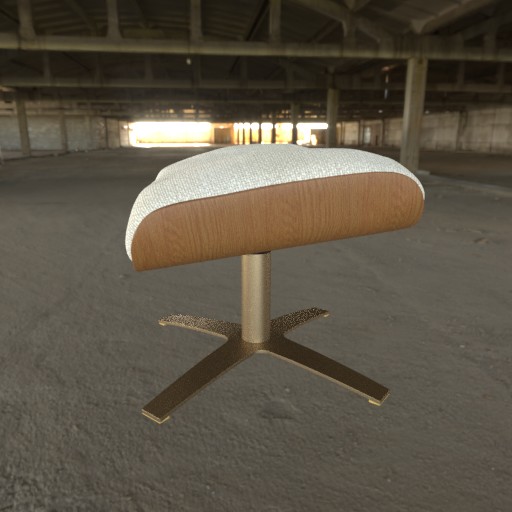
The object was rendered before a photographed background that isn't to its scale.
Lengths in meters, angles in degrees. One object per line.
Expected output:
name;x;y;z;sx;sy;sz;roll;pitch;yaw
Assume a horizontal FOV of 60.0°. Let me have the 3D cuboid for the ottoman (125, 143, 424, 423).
ottoman;0.000;0.000;0.806;0.394;0.391;0.520;-2;15;-7
